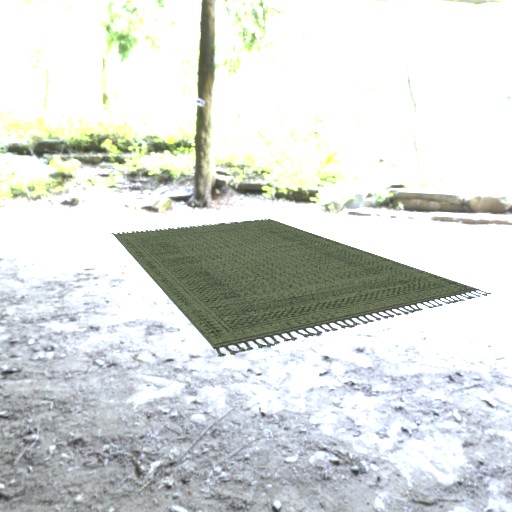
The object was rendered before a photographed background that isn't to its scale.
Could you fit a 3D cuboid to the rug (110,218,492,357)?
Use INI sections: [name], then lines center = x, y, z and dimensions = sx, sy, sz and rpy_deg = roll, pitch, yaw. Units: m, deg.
[rug]
center = 0.000, 0.000, 3.044
dimensions = 1.548, 0.013, 2.486
rpy_deg = -7, 17, -26
